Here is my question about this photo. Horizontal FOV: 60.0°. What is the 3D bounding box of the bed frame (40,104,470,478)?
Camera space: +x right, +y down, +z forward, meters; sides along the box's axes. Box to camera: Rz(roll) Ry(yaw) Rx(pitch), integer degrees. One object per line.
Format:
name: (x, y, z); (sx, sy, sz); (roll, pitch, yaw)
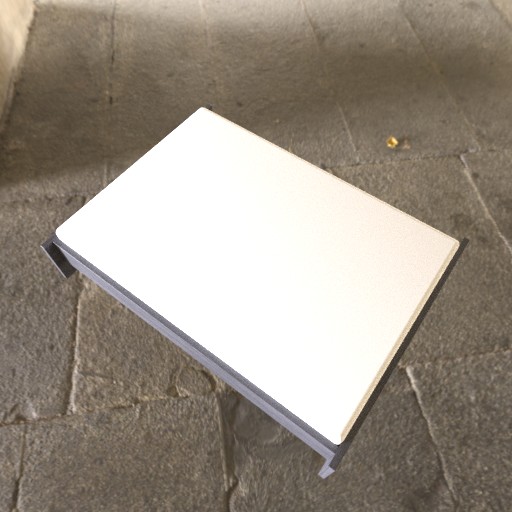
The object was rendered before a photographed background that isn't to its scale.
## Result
bed frame: (0.000, 0.000, 2.652); (1.950, 0.432, 1.490); (32, 64, 18)
